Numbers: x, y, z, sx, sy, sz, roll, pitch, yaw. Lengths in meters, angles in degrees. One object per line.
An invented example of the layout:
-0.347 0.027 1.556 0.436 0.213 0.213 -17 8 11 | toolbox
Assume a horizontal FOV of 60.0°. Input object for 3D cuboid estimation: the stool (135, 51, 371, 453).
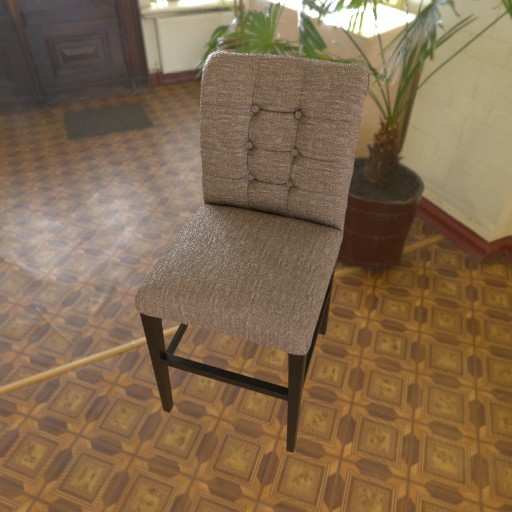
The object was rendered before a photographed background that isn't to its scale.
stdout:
0.000 0.000 1.296 0.457 0.970 0.611 12 41 14 | stool
